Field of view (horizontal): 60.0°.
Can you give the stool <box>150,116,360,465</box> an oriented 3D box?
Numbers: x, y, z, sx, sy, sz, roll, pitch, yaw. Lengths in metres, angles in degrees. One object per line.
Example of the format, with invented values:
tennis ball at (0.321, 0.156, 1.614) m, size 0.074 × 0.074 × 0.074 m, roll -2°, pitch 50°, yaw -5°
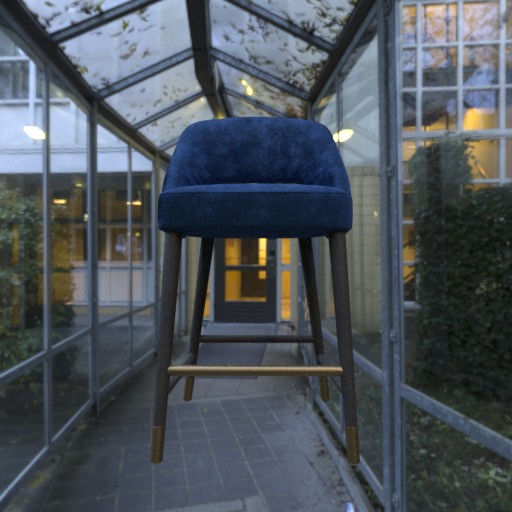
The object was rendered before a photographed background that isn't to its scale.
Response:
stool at (0.000, 0.000, 1.237) m, size 0.536 × 0.925 × 0.524 m, roll 0°, pitch 0°, yaw 1°
